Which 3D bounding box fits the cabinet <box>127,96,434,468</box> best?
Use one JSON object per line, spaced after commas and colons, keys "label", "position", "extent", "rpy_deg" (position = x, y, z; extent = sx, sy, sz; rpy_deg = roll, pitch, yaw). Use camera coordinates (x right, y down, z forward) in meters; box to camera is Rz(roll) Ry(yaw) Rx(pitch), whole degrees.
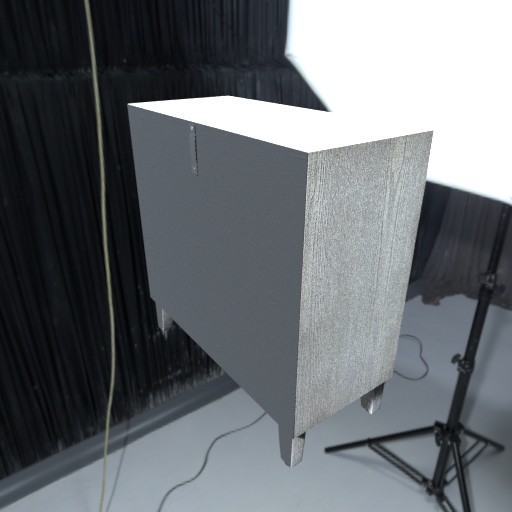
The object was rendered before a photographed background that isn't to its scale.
{"label": "cabinet", "position": [0.000, 0.000, 1.281], "extent": [0.370, 0.787, 0.781], "rpy_deg": [-18, 31, -32]}
